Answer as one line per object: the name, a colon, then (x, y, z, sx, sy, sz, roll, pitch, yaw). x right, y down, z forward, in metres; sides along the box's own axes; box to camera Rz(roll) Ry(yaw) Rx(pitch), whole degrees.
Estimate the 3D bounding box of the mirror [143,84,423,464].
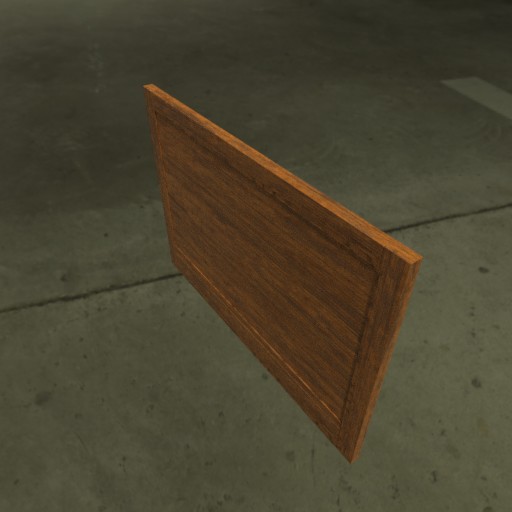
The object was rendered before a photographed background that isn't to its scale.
mirror: (0.000, 0.000, 0.967, 0.084, 0.537, 0.758, -25, 46, -27)
